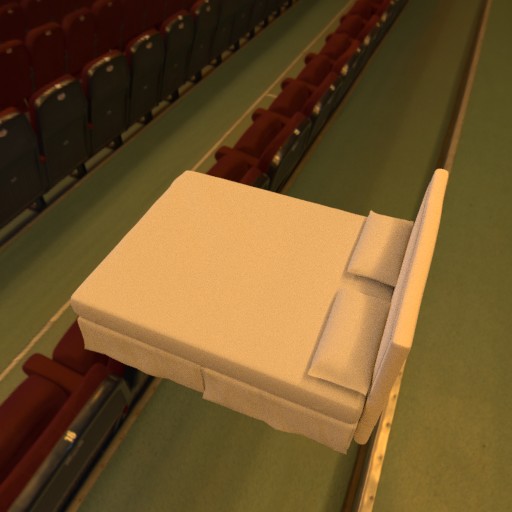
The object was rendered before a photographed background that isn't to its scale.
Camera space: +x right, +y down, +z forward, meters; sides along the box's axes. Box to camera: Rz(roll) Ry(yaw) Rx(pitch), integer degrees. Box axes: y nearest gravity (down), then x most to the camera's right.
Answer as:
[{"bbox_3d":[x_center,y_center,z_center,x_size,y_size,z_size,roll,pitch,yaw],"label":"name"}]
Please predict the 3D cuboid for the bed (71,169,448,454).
[{"bbox_3d":[0.000,0.000,3.623,2.477,1.437,1.977,17,49,16],"label":"bed"}]
